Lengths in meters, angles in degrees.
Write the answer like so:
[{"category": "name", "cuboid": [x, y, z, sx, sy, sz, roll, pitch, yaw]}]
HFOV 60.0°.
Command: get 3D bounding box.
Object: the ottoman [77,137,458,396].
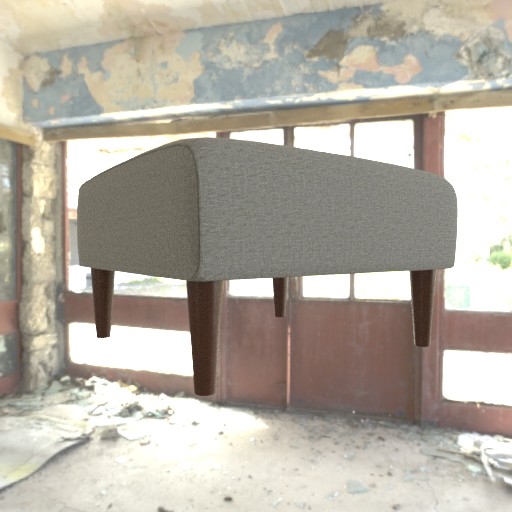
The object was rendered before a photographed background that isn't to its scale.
[{"category": "ottoman", "cuboid": [0.000, 0.000, 1.032, 0.655, 0.399, 0.648, -1, 1, -36]}]
